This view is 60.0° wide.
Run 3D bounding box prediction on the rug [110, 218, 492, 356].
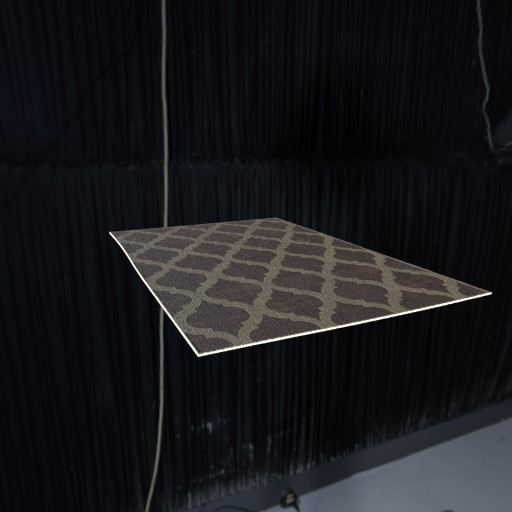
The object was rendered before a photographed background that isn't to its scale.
[{"bbox_3d":[0.000,0.000,2.866,1.522,0.008,2.284,-7,17,-24],"label":"rug"}]
